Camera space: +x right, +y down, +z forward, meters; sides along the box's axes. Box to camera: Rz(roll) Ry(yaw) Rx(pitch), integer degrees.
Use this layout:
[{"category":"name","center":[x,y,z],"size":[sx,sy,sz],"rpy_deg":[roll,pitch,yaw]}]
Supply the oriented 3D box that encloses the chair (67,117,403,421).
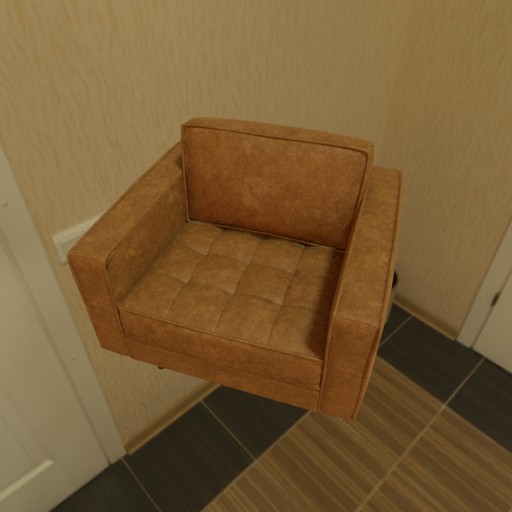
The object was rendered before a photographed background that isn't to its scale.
[{"category":"chair","center":[0.000,0.000,1.555],"size":[0.928,0.767,0.798],"rpy_deg":[12,42,14]}]
